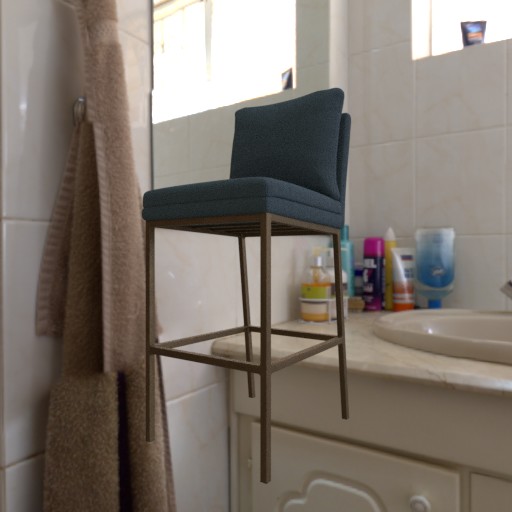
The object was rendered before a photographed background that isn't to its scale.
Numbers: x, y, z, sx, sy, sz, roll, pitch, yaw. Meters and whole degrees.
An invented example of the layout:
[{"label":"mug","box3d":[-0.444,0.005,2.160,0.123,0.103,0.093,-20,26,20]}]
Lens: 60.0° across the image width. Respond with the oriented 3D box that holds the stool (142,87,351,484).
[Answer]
[{"label":"stool","box3d":[0.000,0.000,1.440,0.463,1.124,0.568,0,0,35]}]
